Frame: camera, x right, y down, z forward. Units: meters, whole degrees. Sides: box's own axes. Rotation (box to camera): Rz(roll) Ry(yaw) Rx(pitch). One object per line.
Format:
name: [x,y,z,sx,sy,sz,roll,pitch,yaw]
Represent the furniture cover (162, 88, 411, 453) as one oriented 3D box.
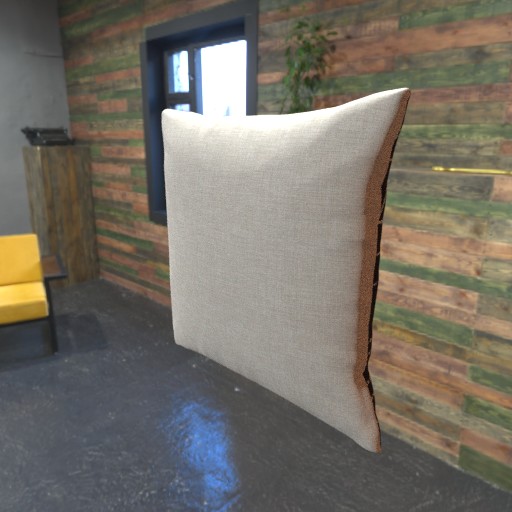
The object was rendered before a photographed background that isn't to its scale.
furniture cover: [0.000,0.000,0.765,0.158,0.508,0.517,-14,20,-43]
